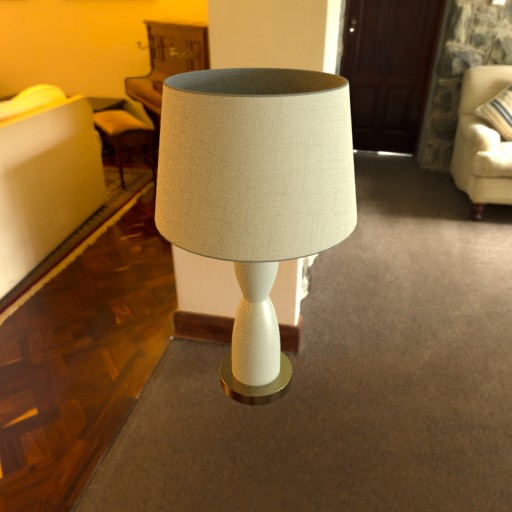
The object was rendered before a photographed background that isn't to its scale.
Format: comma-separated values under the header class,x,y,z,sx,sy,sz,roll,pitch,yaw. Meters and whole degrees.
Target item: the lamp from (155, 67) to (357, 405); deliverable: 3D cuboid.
class,x,y,z,sx,sy,sz,roll,pitch,yaw
lamp,0.000,0.000,0.729,0.309,0.545,0.309,0,30,0
